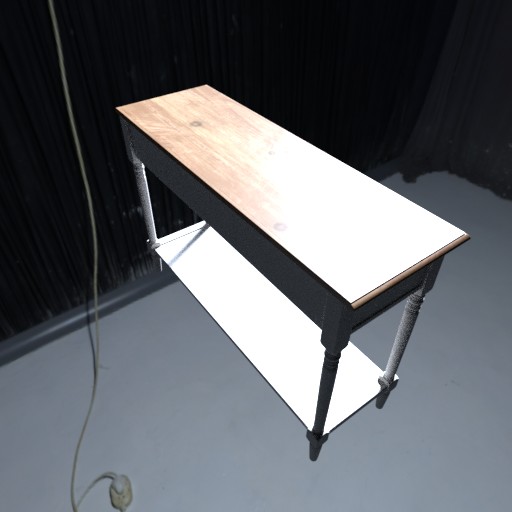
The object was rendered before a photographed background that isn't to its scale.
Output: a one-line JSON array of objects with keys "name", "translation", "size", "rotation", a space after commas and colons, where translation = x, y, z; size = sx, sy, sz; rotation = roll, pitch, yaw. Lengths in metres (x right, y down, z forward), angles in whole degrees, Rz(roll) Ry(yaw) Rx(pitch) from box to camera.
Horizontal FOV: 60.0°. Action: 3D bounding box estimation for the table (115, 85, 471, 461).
[{"name": "table", "translation": [0.000, 0.000, 1.610], "size": [0.399, 0.800, 1.219], "rotation": [-26, 47, -26]}]
